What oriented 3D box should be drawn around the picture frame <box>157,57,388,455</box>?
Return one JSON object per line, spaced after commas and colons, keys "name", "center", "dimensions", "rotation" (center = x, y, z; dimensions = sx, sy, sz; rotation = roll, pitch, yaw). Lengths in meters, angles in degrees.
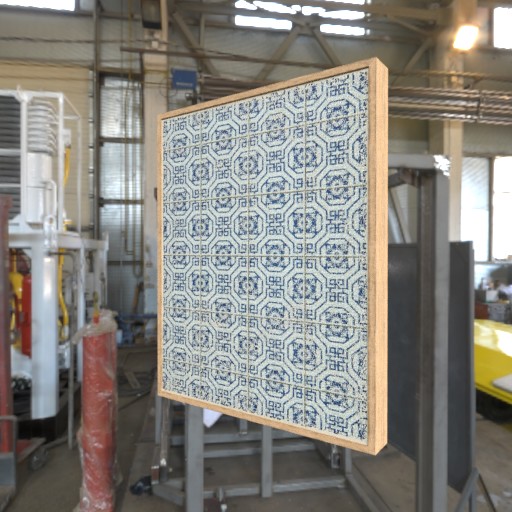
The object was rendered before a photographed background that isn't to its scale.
{"name": "picture frame", "center": [0.000, 0.000, 0.726], "dimensions": [0.421, 0.526, 0.046], "rotation": [0, 1, 36]}
